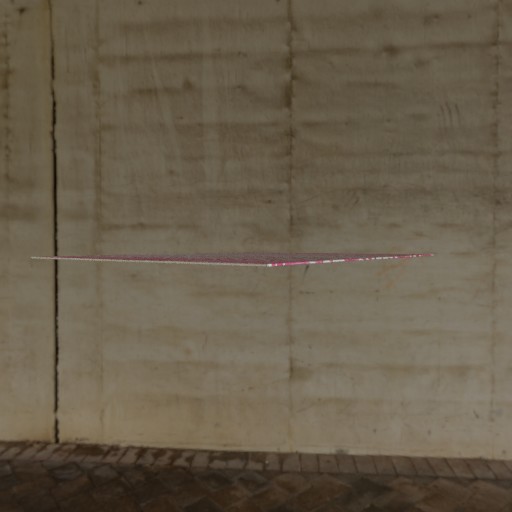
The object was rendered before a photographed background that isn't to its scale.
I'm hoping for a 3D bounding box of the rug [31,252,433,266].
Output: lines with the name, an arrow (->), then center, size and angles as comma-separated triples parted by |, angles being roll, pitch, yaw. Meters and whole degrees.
rug -> 0.000, 0.000, 4.206 | 2.441, 0.016, 3.095 | 1, 2, 37
